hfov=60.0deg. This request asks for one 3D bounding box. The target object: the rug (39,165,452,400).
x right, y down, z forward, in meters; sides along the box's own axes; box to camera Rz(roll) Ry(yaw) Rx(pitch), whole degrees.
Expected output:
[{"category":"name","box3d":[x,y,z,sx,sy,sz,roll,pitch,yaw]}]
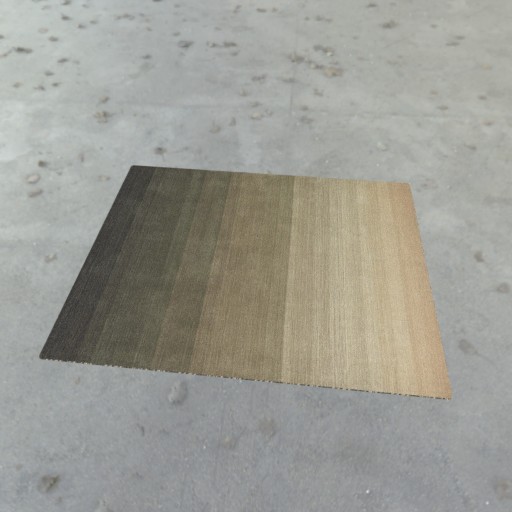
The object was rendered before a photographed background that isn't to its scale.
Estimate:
[{"category":"rug","box3d":[0.000,0.000,3.835,2.902,0.017,2.305,5,48,4]}]
